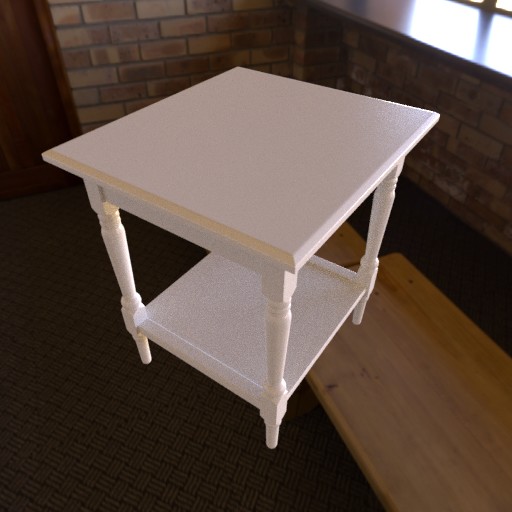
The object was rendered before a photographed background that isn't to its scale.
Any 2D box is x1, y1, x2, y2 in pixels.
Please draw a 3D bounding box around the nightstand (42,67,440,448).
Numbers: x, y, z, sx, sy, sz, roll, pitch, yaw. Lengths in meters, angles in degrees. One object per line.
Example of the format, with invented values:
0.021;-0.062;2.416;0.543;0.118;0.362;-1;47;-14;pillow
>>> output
0.000;0.000;0.920;0.459;0.555;0.505;24;46;26;nightstand
